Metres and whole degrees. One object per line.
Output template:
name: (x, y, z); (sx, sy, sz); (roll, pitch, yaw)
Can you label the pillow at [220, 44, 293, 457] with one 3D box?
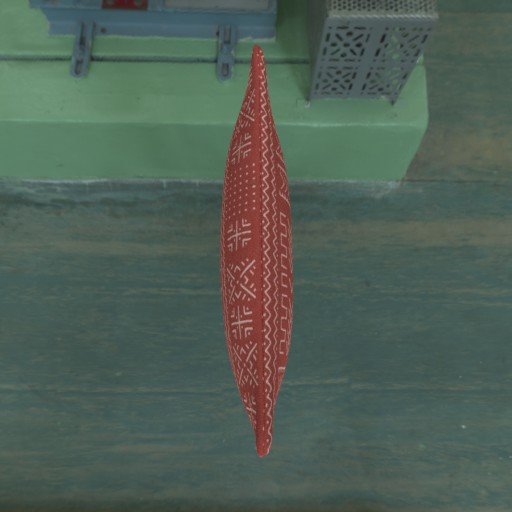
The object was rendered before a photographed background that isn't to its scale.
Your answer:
pillow: (0.000, 0.000, 0.814); (0.130, 0.352, 0.640); (-1, 75, 0)
